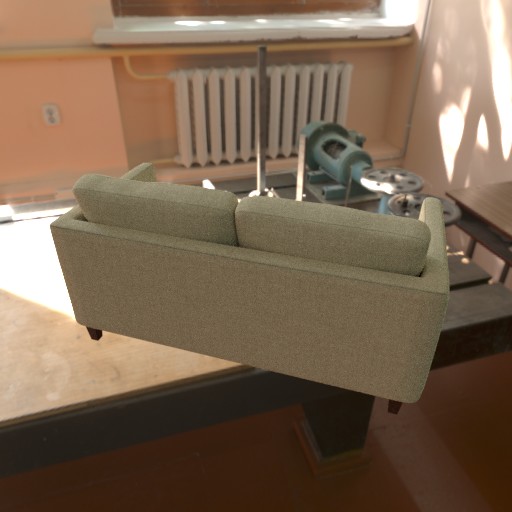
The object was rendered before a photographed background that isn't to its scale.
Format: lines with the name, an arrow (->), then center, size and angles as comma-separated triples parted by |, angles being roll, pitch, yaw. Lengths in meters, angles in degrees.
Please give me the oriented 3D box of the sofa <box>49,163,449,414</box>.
sofa -> 0.000, 0.000, 2.452 | 1.884, 0.963, 0.950 | 10, 33, 15
